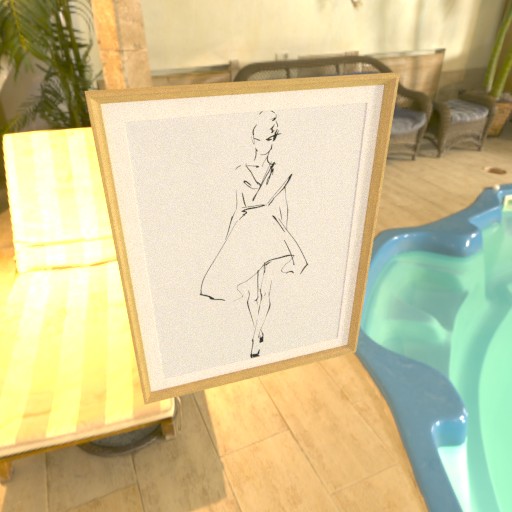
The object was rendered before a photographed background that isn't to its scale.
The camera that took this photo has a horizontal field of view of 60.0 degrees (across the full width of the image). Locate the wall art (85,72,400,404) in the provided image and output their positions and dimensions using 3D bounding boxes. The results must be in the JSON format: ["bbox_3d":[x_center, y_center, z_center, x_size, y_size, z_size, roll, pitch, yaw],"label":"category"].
[{"bbox_3d":[0.000,0.000,1.349,0.798,1.002,0.030,-10,33,-16],"label":"wall art"}]
